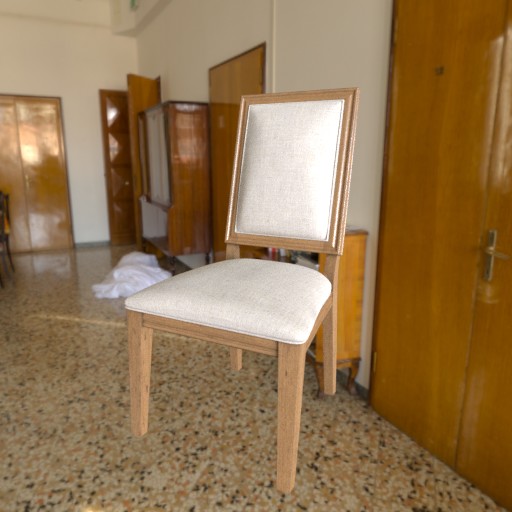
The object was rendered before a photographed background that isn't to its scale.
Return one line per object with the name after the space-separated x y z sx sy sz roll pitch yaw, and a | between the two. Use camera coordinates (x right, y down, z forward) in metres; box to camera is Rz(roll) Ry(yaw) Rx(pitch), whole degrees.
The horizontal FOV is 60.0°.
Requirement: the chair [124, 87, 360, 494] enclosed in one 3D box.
0.000 0.000 1.317 0.536 0.988 0.601 7 15 27 | chair
